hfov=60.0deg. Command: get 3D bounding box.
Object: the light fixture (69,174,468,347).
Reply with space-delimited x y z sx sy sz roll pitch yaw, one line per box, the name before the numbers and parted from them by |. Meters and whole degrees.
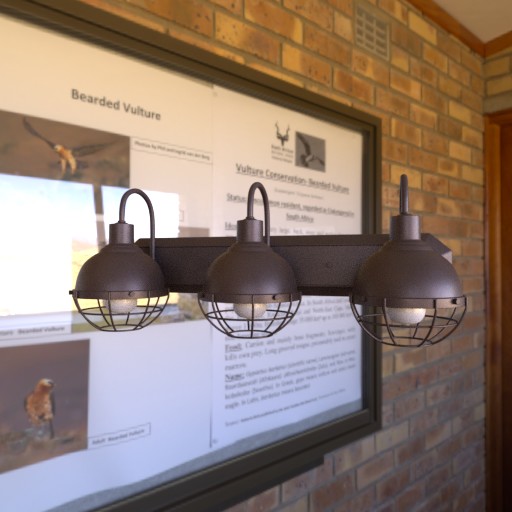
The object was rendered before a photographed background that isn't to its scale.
light fixture | 0.000 0.000 0.745 0.634 0.254 0.229 0 -1 16
